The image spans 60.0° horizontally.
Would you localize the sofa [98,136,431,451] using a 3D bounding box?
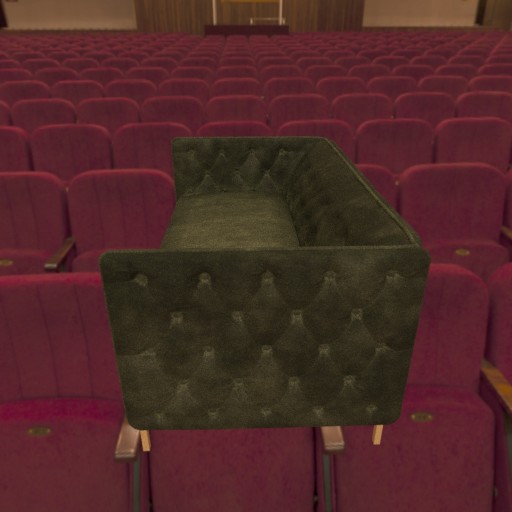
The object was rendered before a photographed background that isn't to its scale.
[{"bbox_3d":[0.000,0.000,1.983,0.895,0.768,1.537,-1,26,-2],"label":"sofa"}]
